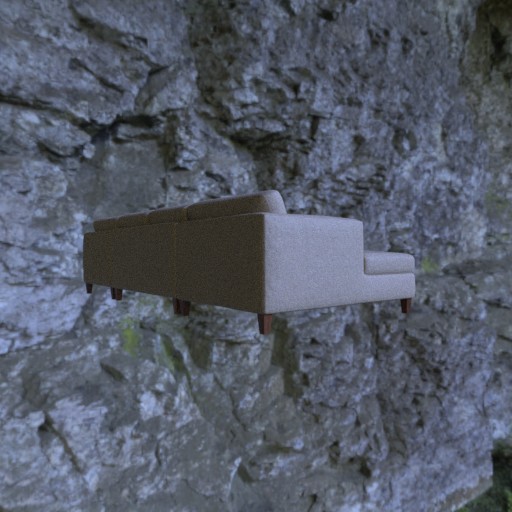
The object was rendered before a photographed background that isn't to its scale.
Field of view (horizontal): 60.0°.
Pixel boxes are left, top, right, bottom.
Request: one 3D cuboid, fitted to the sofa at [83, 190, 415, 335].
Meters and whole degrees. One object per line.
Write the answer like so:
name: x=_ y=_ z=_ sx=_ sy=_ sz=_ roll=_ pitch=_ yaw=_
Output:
sofa: x=0.000 y=0.000 z=4.639 sx=2.551 sy=0.889 sz=3.403 roll=0 pitch=1 yaw=-38
